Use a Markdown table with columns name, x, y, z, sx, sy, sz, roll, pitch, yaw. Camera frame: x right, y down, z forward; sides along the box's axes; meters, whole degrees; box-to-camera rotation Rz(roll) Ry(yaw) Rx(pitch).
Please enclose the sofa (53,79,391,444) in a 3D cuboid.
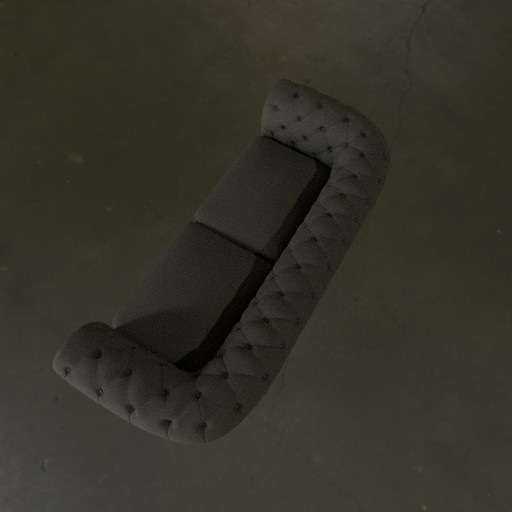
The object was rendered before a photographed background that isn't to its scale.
| name | x | y | z | sx | sy | sz | roll | pitch | yaw |
| --- | --- | --- | --- | --- | --- | --- | --- | --- | --- |
| sofa | 0.000 | 0.000 | 2.763 | 0.991 | 0.762 | 2.362 | 28 | 66 | 14 |
